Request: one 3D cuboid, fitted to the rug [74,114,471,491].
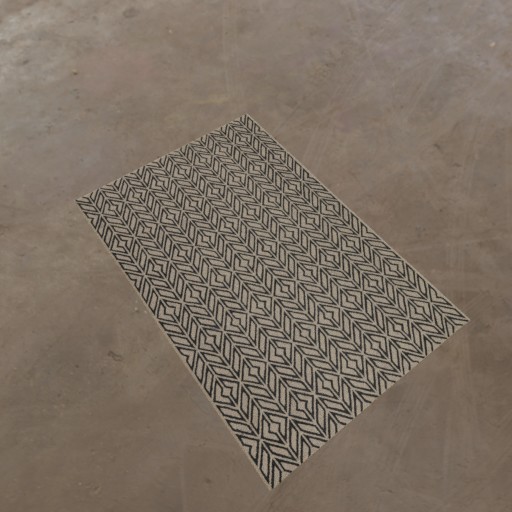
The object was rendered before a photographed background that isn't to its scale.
[{"bbox_3d":[0.000,0.000,2.329,1.220,0.007,1.828,-32,64,-18],"label":"rug"}]
